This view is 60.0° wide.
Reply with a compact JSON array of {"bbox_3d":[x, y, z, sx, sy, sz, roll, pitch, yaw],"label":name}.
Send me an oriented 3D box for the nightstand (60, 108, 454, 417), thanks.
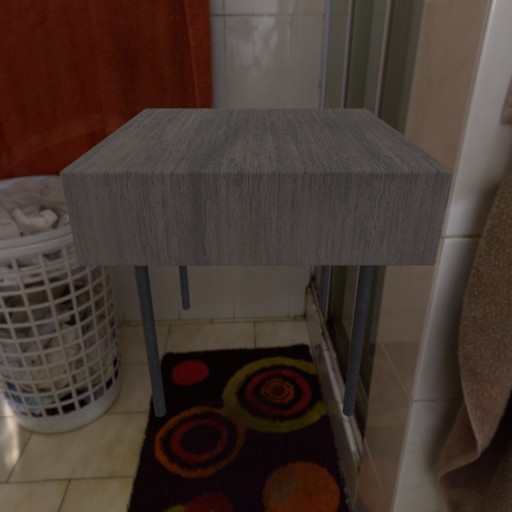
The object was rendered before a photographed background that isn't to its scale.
[{"bbox_3d":[0.000,0.000,0.897,0.503,0.497,0.502,0,27,0],"label":"nightstand"}]
